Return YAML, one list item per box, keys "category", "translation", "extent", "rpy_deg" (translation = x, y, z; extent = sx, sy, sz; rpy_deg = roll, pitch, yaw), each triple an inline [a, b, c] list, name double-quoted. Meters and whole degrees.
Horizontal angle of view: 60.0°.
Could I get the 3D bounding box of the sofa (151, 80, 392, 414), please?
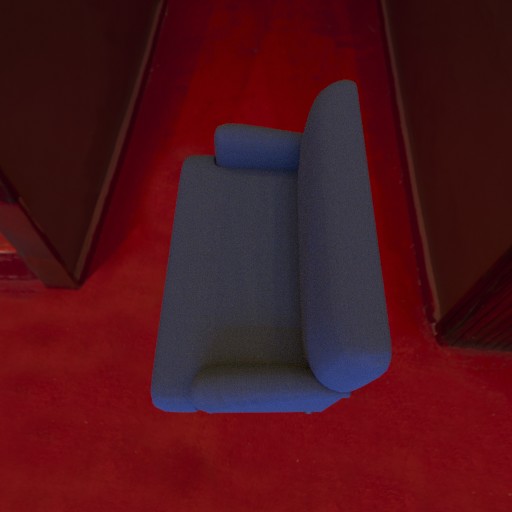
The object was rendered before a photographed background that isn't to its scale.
- category: "sofa"
  translation: [0.000, 0.000, 1.864]
  extent: [0.779, 0.889, 1.297]
  rpy_deg: [1, 60, 1]
